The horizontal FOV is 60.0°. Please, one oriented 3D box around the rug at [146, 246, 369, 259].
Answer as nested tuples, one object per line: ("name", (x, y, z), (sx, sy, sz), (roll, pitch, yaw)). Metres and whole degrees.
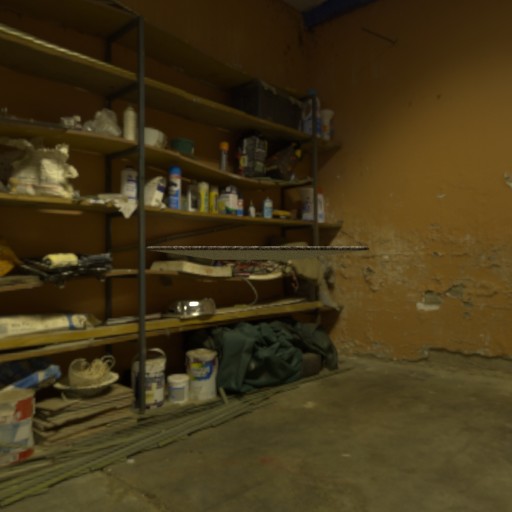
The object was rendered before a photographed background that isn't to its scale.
("rug", (0.000, 0.000, 2.556), (0.719, 0.013, 2.305), (0, -1, -1))
